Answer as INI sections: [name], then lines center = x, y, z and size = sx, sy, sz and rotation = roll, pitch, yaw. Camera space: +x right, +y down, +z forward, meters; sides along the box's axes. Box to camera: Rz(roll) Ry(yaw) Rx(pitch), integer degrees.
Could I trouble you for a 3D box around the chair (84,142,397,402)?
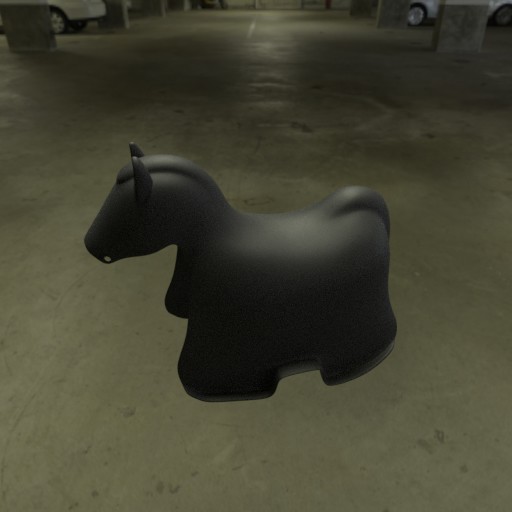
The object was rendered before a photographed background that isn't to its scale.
[chair]
center = 0.000, 0.000, 1.144
size = 0.800, 0.612, 0.429
rotation = -9, 33, -14
